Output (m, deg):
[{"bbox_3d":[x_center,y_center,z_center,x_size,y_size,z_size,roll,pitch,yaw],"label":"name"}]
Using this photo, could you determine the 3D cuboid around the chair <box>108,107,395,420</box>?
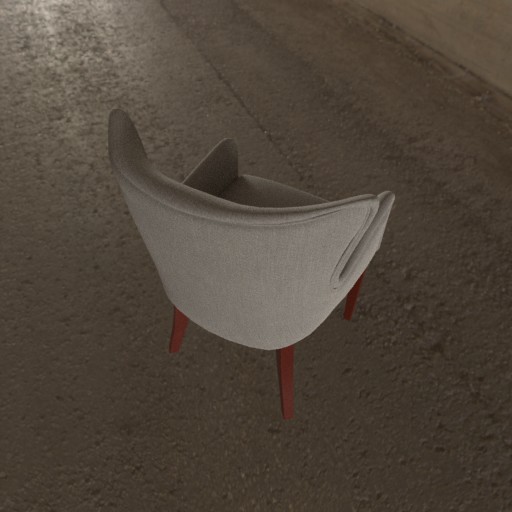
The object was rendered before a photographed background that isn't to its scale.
[{"bbox_3d":[0.000,0.000,1.431,0.732,0.948,0.677,24,50,21],"label":"chair"}]
